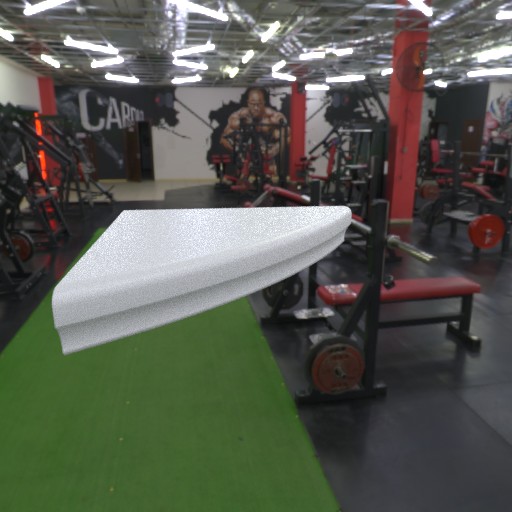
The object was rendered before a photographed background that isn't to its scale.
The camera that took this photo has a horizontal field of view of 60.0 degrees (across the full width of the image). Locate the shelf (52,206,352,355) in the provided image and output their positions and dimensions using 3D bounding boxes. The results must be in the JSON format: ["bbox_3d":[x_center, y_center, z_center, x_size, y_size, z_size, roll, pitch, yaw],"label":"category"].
[{"bbox_3d":[0.000,0.000,0.460,0.310,0.050,0.310,-2,16,-7],"label":"shelf"}]
